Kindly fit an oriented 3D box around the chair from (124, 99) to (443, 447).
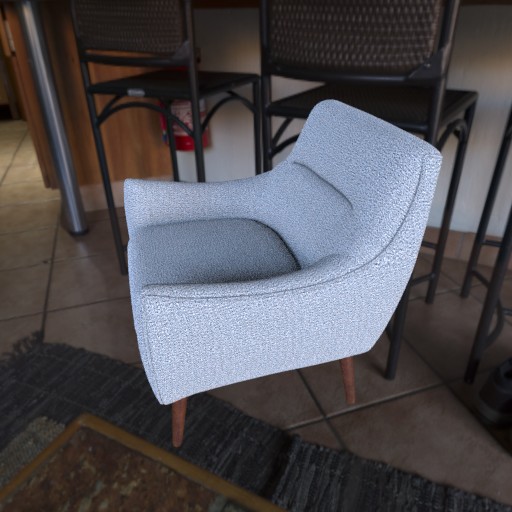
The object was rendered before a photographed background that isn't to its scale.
[{"bbox_3d":[0.000,0.000,1.408,0.787,0.838,0.762,-8,32,-14],"label":"chair"}]
